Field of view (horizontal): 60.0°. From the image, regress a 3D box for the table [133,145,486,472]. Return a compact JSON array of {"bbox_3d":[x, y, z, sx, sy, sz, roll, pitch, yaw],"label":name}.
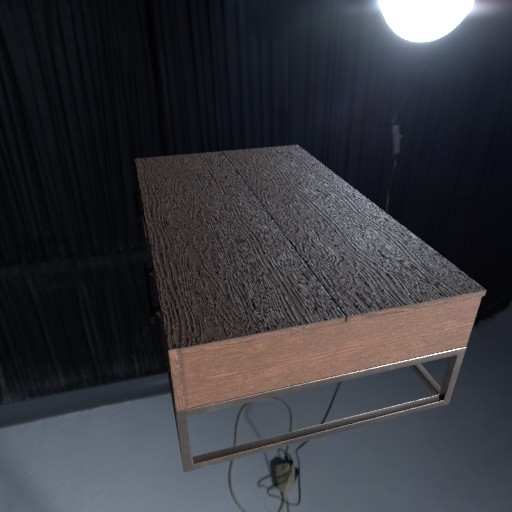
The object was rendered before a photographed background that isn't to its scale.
[{"bbox_3d":[0.000,0.000,1.465,0.719,0.361,1.167,-8,31,-14],"label":"table"}]
